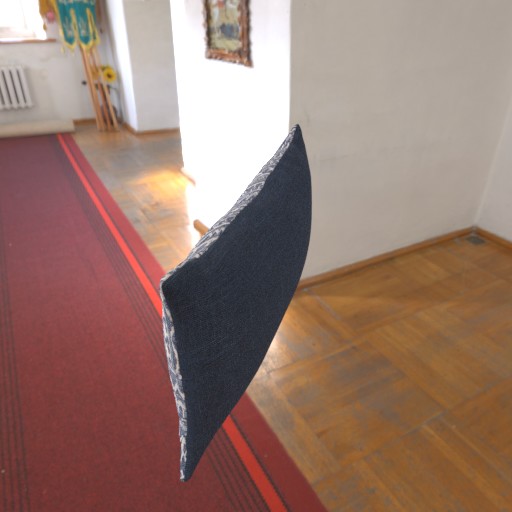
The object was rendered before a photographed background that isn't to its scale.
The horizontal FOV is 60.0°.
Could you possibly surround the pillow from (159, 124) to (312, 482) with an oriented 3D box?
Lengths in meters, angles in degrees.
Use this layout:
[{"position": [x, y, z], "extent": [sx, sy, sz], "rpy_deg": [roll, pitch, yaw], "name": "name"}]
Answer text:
[{"position": [0.000, 0.000, 0.730], "extent": [0.148, 0.292, 0.631], "rpy_deg": [9, 32, 14], "name": "pillow"}]
